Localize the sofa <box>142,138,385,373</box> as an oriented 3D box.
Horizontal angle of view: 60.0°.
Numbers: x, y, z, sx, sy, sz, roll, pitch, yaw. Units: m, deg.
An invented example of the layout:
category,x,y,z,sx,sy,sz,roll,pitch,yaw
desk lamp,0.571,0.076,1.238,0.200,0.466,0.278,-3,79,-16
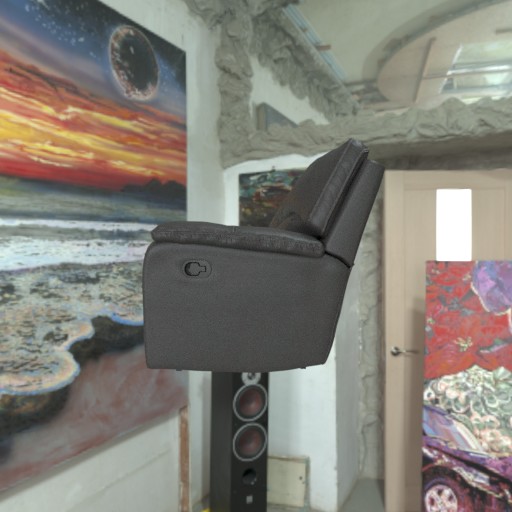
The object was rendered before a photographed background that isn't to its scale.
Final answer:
category,x,y,z,sx,sy,sz,roll,pitch,yaw
sofa,0.000,0.000,3.175,1.104,1.134,2.627,0,0,-1
